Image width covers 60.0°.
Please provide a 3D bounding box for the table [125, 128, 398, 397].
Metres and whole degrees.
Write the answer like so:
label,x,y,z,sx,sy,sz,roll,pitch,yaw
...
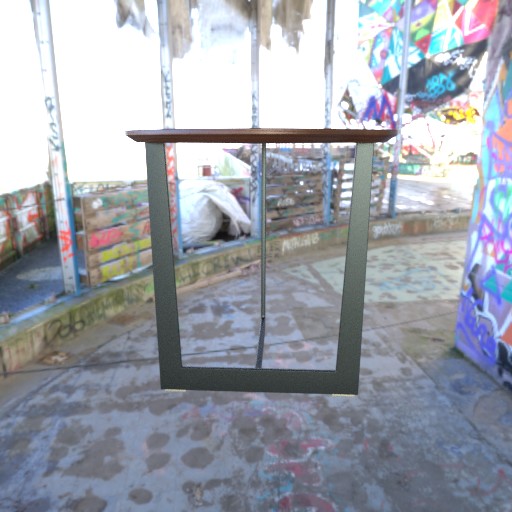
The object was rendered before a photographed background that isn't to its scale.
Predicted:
label,x,y,z,sx,sy,sz,roll,pitch,yaw
table,0.000,0.000,0.878,0.477,0.476,0.494,-2,15,-7
